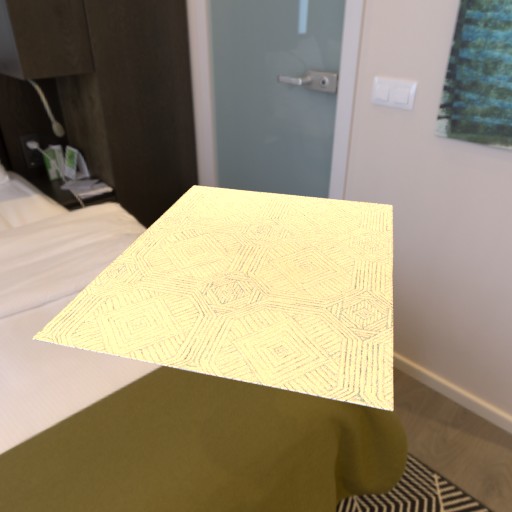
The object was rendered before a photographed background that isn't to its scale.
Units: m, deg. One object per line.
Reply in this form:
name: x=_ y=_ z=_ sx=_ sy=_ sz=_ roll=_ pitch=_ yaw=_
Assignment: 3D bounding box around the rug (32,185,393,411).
rug: x=0.000 y=0.000 z=4.113 sx=2.457 sy=0.015 sz=3.049 roll=8 pitch=31 yaw=13
